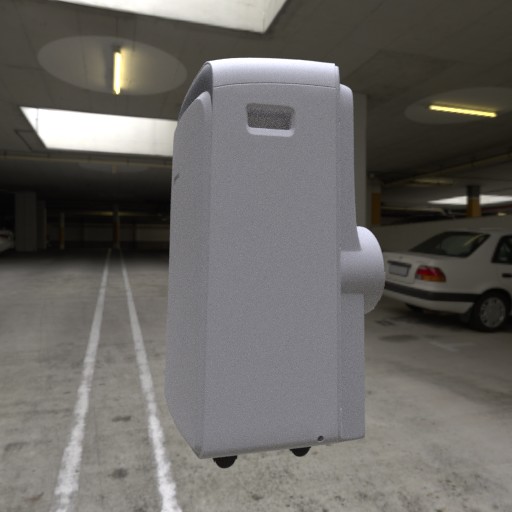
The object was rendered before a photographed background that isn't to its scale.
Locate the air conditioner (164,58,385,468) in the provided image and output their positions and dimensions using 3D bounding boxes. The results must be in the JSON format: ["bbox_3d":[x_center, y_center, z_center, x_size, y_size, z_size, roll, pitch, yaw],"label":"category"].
[{"bbox_3d":[0.000,0.000,0.934,0.365,0.700,0.454,0,1,-18],"label":"air conditioner"}]
